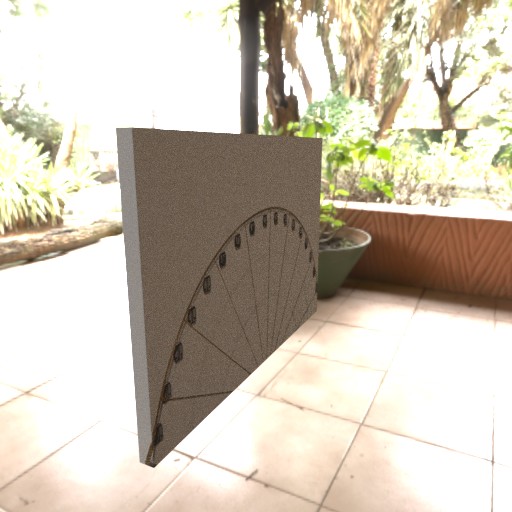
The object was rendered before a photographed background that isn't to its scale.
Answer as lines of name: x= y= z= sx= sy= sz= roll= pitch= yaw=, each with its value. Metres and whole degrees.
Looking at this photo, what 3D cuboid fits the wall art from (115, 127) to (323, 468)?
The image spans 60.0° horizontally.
wall art: x=0.000 y=0.000 z=1.137 sx=0.038 sy=0.601 sz=0.898 roll=7 pitch=15 yaw=26
